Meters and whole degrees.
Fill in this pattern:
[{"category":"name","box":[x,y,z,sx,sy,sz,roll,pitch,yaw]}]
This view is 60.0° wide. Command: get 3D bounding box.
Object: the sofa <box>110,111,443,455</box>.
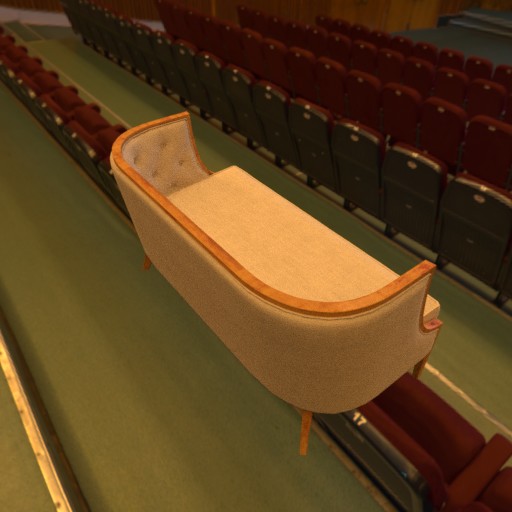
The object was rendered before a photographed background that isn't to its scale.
[{"category":"sofa","box":[0.000,0.000,1.949,0.770,0.775,1.474,-27,47,-28]}]
